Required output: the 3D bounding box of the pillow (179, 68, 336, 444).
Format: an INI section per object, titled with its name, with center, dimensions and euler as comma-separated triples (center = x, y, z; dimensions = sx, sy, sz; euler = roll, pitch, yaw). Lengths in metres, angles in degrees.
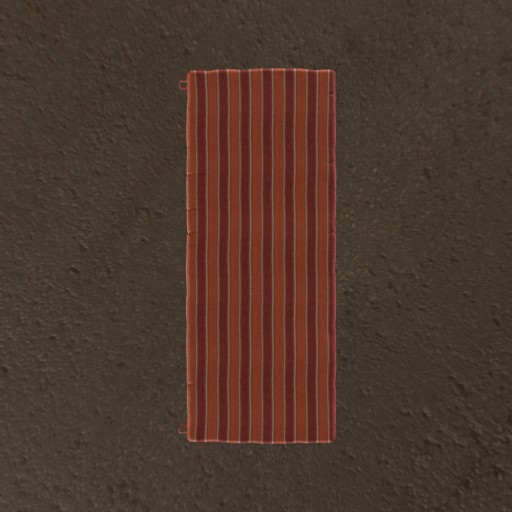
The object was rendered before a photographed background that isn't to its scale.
[pillow]
center = 0.000, 0.000, 1.382
dimensions = 0.492, 0.081, 1.187
euler = 0, 90, 0
